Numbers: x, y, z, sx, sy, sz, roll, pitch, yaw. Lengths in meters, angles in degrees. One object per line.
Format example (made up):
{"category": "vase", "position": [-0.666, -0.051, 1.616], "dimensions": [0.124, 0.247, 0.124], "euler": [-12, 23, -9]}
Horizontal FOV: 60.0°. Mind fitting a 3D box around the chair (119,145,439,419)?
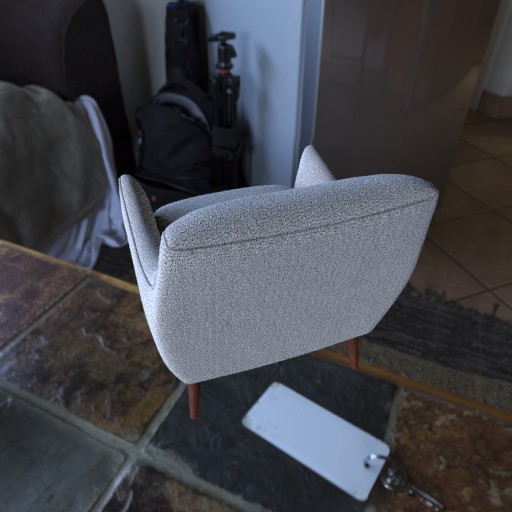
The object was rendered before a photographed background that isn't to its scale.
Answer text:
{"category": "chair", "position": [0.000, 0.000, 1.431], "dimensions": [0.762, 0.838, 0.787], "euler": [-12, 41, -15]}
